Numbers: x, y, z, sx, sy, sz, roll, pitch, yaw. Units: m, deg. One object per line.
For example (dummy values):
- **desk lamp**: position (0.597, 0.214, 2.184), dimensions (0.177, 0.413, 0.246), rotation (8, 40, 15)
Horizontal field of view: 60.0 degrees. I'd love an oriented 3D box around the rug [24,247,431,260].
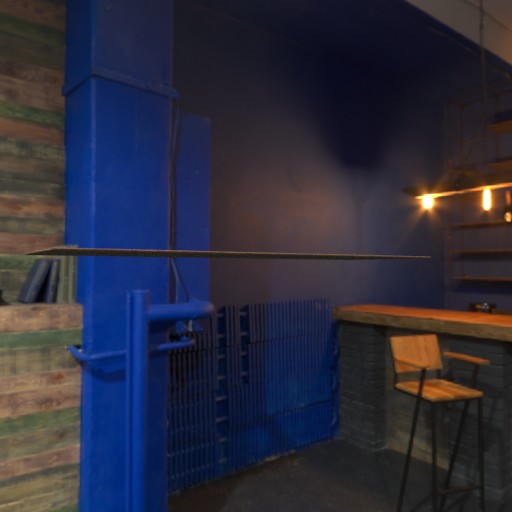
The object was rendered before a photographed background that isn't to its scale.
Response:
- **rug**: position (0.000, 0.000, 2.708), dimensions (2.448, 0.012, 0.769), rotation (1, -2, -35)
